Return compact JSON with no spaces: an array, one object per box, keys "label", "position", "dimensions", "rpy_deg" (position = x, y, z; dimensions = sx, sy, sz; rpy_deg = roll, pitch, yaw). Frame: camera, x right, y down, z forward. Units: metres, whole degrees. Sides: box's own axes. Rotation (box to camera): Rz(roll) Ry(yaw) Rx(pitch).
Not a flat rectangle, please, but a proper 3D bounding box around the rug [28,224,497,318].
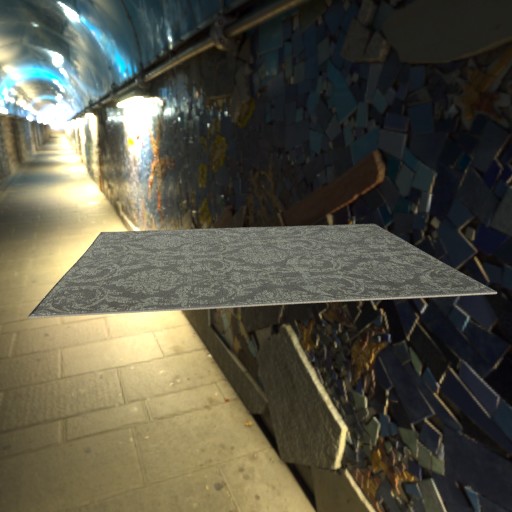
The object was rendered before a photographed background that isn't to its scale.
[{"label":"rug","position":[0.000,0.000,2.807],"dimensions":[2.206,0.014,1.578],"rpy_deg":[-2,17,-7]}]
